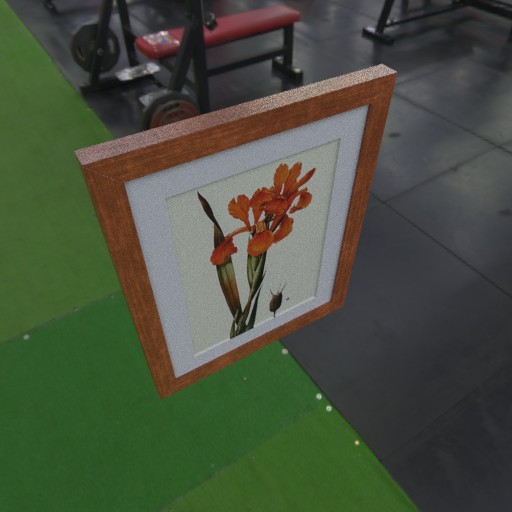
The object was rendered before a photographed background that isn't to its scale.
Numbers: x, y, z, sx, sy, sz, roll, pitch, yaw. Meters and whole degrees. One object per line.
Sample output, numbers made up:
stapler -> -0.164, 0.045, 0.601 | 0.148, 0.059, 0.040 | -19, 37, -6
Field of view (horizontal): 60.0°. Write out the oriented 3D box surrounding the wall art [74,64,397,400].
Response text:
wall art -> 0.000, 0.000, 0.787 | 0.467, 0.567, 0.033 | -23, 50, -21
